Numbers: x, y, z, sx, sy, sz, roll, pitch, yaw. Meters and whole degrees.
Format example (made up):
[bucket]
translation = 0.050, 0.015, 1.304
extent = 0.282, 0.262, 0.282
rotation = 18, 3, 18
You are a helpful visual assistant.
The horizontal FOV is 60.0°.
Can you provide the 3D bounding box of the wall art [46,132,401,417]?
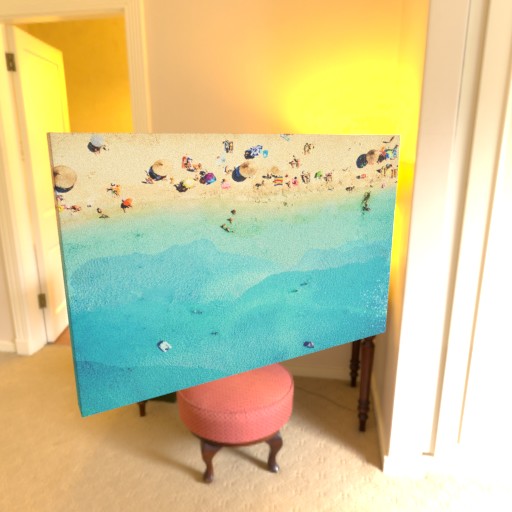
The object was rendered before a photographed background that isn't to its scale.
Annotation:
[wall art]
translation = 0.000, 0.000, 0.761
extent = 0.609, 0.406, 0.039
rotation = -8, 17, -28
